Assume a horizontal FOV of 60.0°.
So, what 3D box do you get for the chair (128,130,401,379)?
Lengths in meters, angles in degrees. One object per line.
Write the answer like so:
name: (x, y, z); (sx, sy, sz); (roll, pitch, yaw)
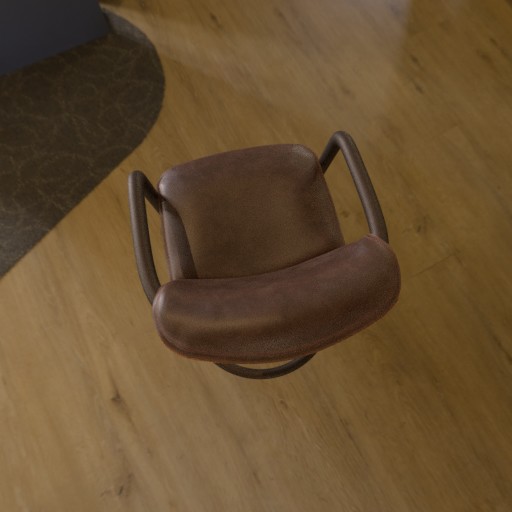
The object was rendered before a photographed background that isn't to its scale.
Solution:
chair: (0.000, 0.000, 1.250); (0.536, 0.836, 0.664); (-12, 74, -3)
